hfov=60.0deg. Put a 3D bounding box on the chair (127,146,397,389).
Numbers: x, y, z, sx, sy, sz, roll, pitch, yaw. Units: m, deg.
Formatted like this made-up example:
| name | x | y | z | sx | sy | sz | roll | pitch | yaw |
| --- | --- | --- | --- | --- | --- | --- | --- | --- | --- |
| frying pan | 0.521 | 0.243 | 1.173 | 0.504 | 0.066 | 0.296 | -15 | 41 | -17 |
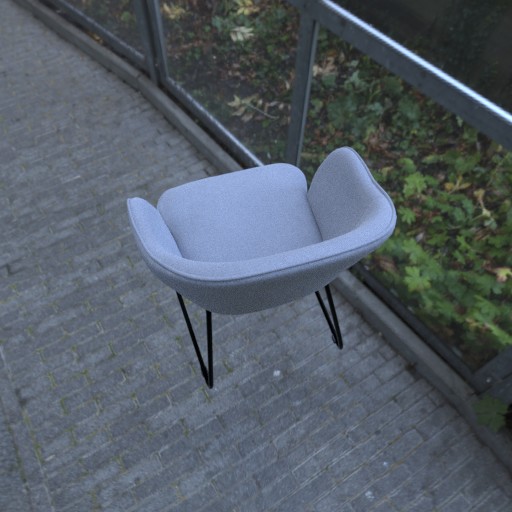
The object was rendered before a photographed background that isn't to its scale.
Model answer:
| name | x | y | z | sx | sy | sz | roll | pitch | yaw |
| --- | --- | --- | --- | --- | --- | --- | --- | --- | --- |
| chair | 0.000 | 0.000 | 1.200 | 0.570 | 0.817 | 0.592 | -15 | 58 | -10 |
